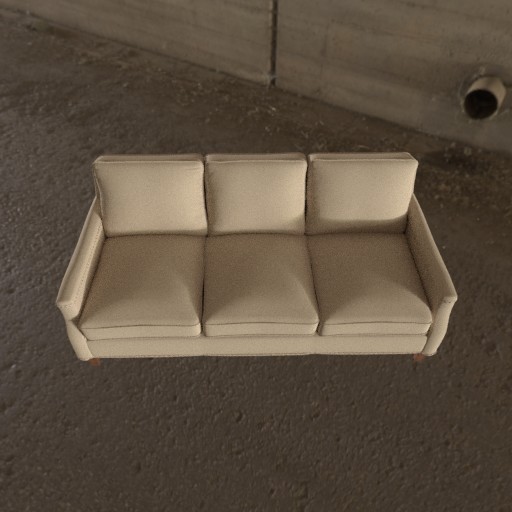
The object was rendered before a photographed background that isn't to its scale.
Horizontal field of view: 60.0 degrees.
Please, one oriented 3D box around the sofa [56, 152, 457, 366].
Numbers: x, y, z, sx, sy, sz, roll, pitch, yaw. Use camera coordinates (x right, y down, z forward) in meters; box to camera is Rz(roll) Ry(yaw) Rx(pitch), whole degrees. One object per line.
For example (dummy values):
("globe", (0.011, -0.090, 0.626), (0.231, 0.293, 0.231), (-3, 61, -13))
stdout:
("sofa", (0.000, 0.000, 2.855), (2.246, 1.003, 1.084), (-1, 47, -1))
